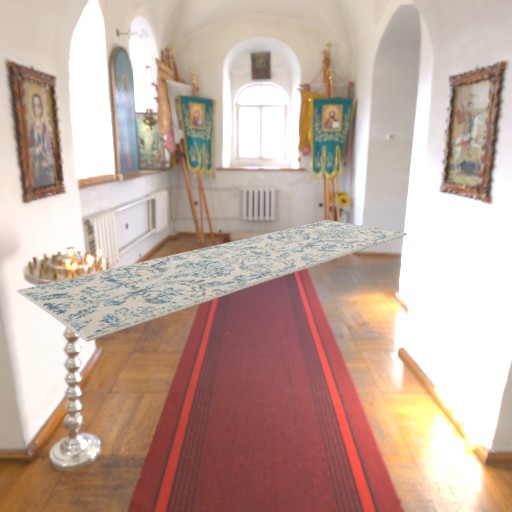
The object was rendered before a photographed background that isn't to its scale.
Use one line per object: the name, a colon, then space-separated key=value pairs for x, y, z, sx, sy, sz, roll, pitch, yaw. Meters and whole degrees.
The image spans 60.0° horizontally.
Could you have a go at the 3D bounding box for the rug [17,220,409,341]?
rug: x=0.000 y=0.000 z=2.391 sx=0.662 sy=0.011 sz=2.196 roll=15 pitch=22 yaw=43
